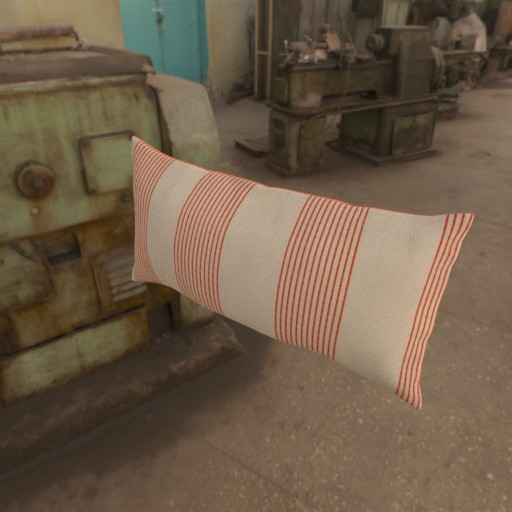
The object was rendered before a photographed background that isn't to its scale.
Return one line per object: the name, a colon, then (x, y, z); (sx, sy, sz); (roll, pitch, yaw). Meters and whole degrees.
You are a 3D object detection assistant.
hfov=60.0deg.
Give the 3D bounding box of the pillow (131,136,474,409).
pillow: (0.000, 0.000, 0.732); (0.608, 0.292, 0.156); (19, 35, 30)
